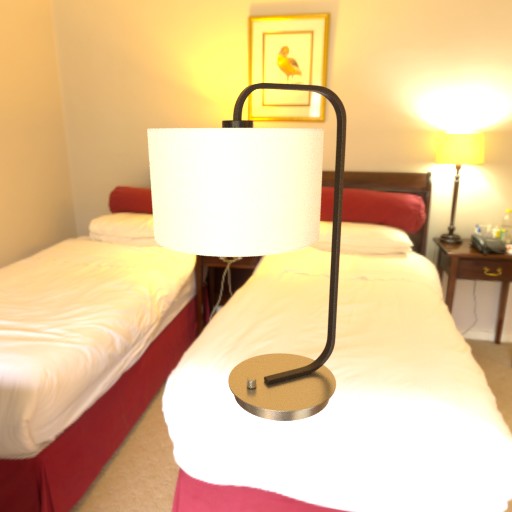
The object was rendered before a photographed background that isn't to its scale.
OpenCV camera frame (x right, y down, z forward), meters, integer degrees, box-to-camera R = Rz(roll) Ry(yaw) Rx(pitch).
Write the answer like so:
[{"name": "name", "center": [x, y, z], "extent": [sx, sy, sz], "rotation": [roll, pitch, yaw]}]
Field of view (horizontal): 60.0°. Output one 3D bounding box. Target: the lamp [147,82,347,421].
[{"name": "lamp", "center": [0.000, 0.000, 0.646], "extent": [0.288, 0.473, 0.230], "rotation": [-7, 17, -24]}]
